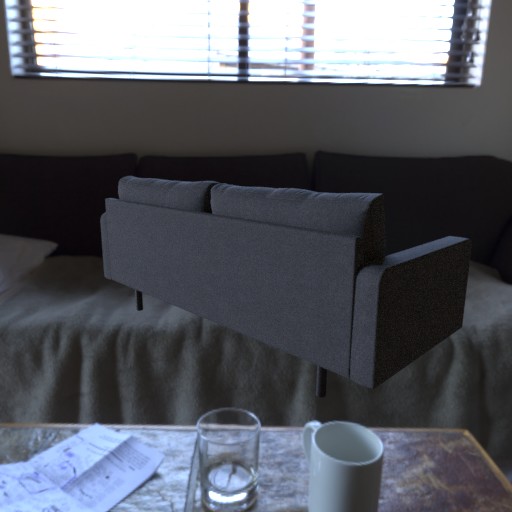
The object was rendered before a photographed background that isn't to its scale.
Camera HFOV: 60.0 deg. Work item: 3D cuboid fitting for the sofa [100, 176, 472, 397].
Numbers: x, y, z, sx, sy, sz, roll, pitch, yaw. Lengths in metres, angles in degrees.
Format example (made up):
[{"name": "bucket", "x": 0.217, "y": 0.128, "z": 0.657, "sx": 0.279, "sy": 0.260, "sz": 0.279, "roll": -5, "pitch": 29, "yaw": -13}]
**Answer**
[{"name": "sofa", "x": 0.000, "y": 0.000, "z": 2.581, "sx": 0.880, "sy": 0.880, "sz": 2.100, "roll": -13, "pitch": 18, "yaw": -43}]
